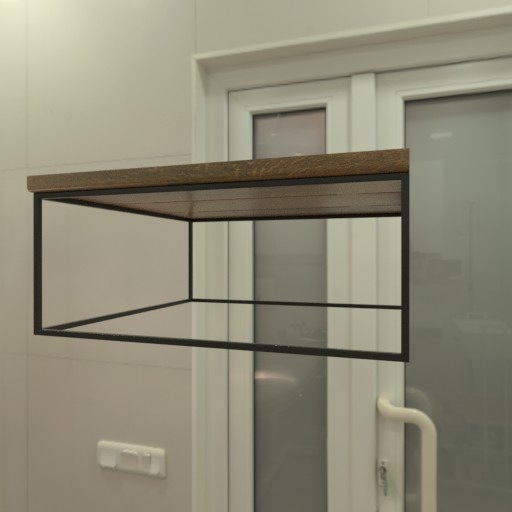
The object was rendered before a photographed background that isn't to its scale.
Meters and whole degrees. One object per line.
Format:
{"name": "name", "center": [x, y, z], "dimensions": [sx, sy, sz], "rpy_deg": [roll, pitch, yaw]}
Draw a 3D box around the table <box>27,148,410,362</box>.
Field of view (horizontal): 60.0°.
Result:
{"name": "table", "center": [0.000, 0.000, 1.385], "dimensions": [0.900, 0.400, 0.900], "rpy_deg": [0, 0, 19]}
